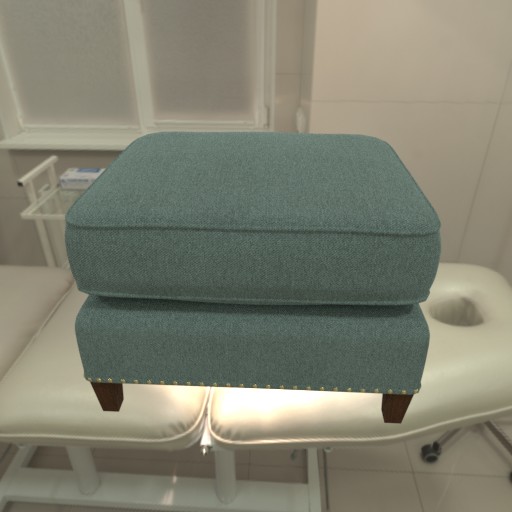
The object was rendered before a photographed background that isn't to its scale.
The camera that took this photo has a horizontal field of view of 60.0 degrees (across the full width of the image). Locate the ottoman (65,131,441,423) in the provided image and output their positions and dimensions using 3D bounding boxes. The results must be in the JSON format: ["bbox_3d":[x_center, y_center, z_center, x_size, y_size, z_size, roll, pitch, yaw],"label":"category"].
[{"bbox_3d":[0.000,0.000,1.119,0.738,0.537,0.589,2,31,2],"label":"ottoman"}]
